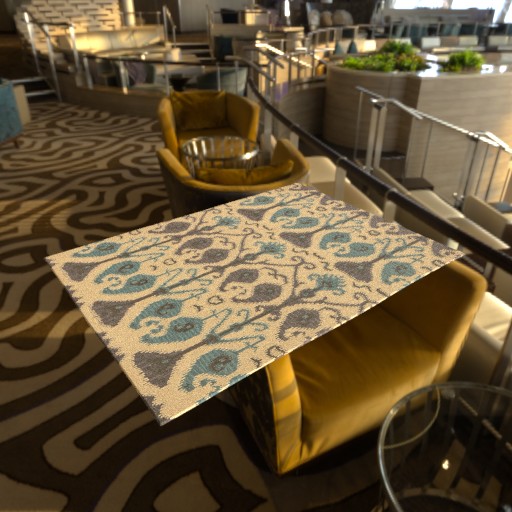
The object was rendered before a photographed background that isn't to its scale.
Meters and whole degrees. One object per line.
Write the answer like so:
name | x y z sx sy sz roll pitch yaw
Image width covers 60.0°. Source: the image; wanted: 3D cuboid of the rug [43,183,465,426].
rug | 0.000 0.000 2.940 2.261 0.013 1.676 -21 36 -32
